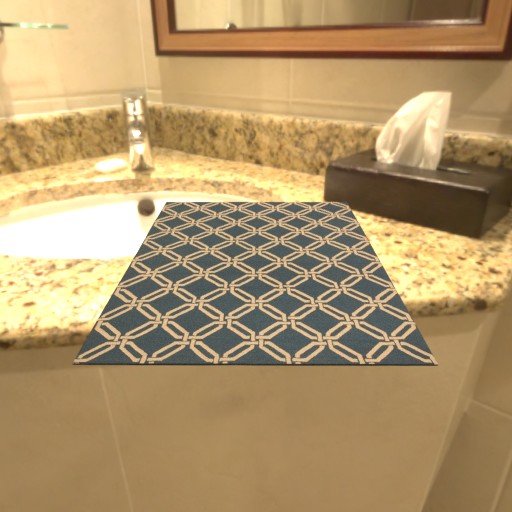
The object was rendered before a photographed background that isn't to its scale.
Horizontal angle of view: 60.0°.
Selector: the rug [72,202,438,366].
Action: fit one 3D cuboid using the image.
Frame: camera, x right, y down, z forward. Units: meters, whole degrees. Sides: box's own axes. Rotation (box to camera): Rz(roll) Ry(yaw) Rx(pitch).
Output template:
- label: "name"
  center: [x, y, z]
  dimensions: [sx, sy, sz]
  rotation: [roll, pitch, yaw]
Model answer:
- label: "rug"
  center: [0.000, 0.000, 4.441]
  dimensions: [2.432, 0.018, 3.342]
  rotation: [0, 26, 0]
